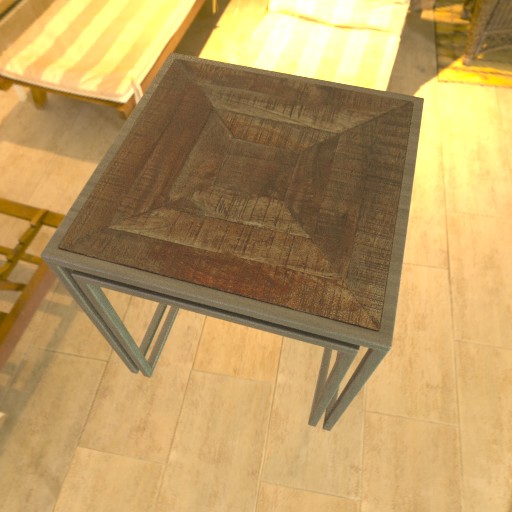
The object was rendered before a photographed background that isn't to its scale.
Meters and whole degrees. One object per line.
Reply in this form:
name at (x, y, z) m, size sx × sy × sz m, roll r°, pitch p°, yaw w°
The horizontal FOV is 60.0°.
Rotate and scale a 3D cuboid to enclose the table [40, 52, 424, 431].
table at (0.000, 0.000, 0.859) m, size 0.450 × 0.500 × 0.449 m, roll 14°, pitch 59°, yaw 8°
